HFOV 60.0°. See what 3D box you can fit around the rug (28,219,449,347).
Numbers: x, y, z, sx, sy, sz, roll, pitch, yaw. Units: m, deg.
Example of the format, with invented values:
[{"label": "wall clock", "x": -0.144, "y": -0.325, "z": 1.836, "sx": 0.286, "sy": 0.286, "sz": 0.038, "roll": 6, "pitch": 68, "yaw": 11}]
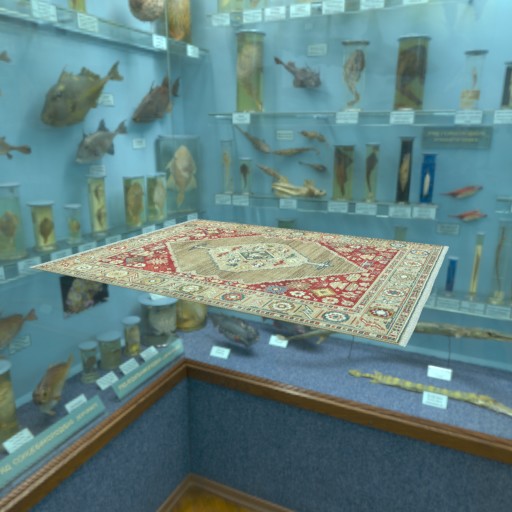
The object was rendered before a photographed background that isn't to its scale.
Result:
[{"label": "rug", "x": 0.000, "y": 0.000, "z": 4.152, "sx": 3.143, "sy": 0.008, "sz": 2.451, "roll": 8, "pitch": 18, "yaw": 27}]
